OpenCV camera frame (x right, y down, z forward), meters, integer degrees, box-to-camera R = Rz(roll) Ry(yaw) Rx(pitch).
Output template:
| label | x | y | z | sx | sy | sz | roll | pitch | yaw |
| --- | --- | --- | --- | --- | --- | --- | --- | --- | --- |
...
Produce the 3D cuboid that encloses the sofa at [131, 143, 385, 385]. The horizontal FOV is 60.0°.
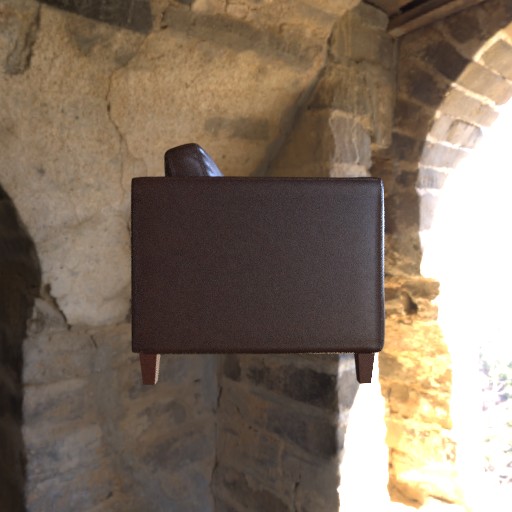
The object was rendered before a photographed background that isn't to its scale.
| label | x | y | z | sx | sy | sz | roll | pitch | yaw |
| --- | --- | --- | --- | --- | --- | --- | --- | --- | --- |
| sofa | 0.000 | 0.000 | 2.511 | 0.951 | 0.933 | 1.883 | 0 | 1 | -1 |
